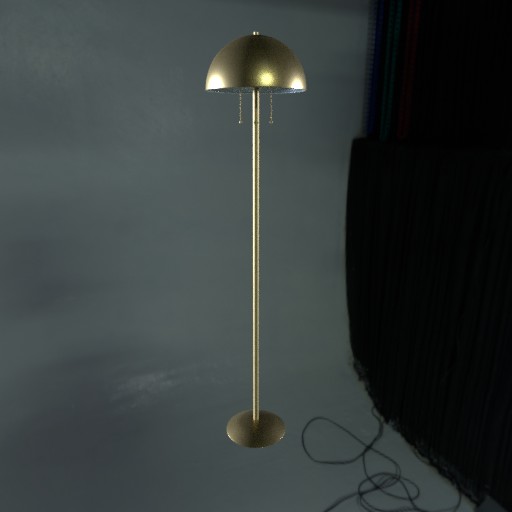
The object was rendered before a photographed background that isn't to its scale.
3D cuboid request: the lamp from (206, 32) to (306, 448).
[{"bbox_3d":[0.000,0.000,1.617,0.328,1.480,0.328,-8,19,-26],"label":"lamp"}]
